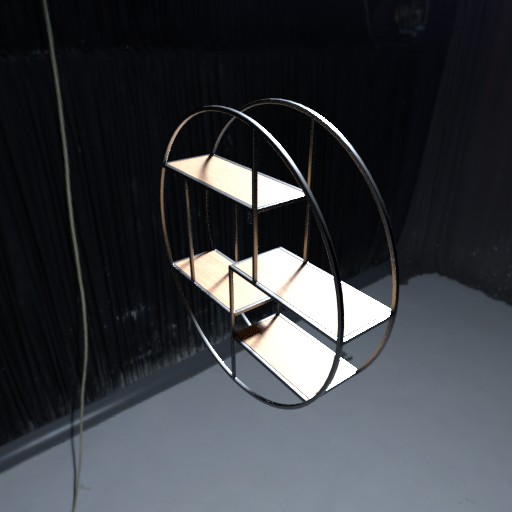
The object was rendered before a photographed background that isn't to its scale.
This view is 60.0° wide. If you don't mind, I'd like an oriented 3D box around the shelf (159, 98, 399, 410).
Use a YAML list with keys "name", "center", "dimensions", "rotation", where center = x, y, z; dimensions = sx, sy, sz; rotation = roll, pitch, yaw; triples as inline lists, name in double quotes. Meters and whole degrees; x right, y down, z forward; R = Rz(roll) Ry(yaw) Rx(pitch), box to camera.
- name: "shelf"
  center: [0.000, 0.000, 1.348]
  dimensions: [0.202, 0.888, 0.888]
  rotation: [-19, 34, -32]
